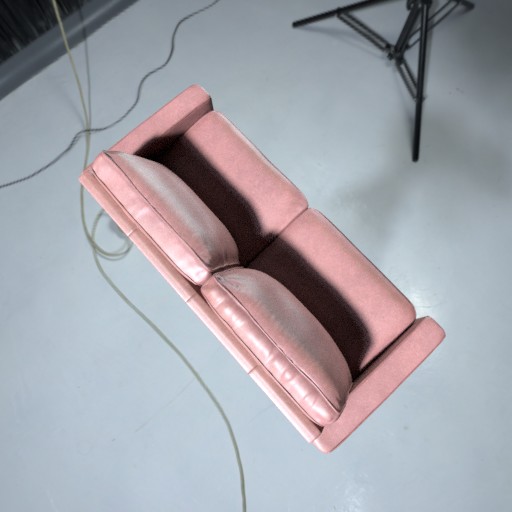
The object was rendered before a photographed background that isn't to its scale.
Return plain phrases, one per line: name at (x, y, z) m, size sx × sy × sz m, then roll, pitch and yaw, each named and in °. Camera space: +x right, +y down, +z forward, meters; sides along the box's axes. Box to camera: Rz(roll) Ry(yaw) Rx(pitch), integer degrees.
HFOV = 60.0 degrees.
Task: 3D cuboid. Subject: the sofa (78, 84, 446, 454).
sofa at (0.000, 0.000, 2.583) m, size 0.940 × 0.919 × 2.080 m, roll -41°, pitch 80°, yaw -9°
